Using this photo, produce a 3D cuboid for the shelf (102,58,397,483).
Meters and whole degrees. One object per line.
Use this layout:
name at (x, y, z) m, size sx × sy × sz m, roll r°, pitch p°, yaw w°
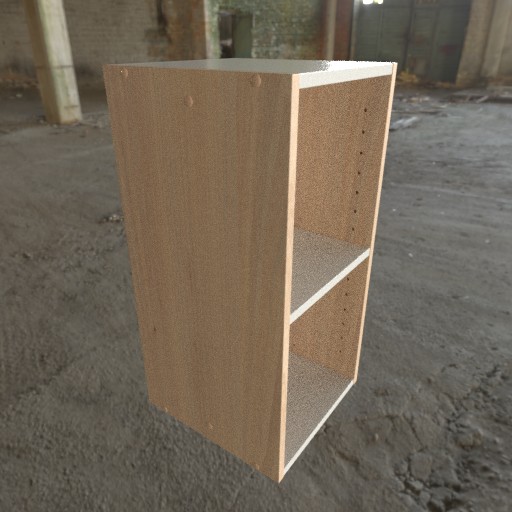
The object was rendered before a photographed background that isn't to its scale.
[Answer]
shelf at (0.000, 0.000, 0.746) m, size 0.297 × 0.594 × 0.290 m, roll 18°, pitch 31°, yaw 32°
